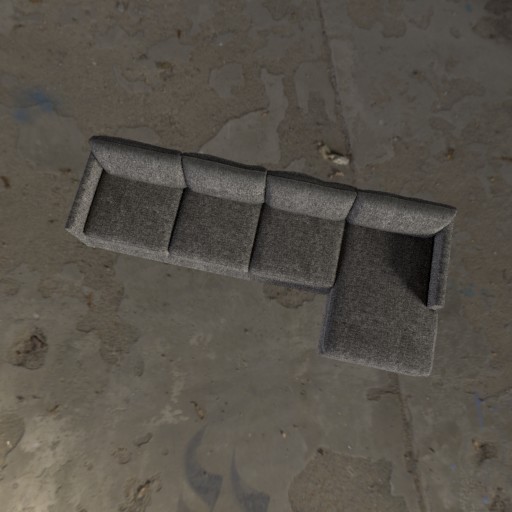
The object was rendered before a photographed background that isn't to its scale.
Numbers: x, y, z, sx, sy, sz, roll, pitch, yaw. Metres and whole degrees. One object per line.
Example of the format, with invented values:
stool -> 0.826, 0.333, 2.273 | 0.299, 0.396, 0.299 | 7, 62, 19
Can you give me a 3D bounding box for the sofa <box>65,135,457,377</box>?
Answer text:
sofa -> 0.000, 0.000, 4.083 | 3.384, 0.970, 1.488 | 12, 76, 3
